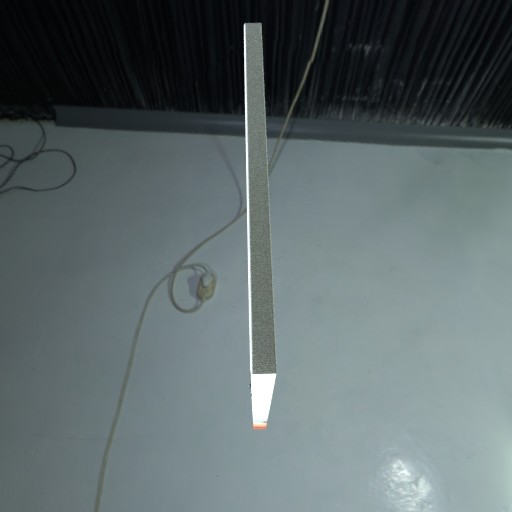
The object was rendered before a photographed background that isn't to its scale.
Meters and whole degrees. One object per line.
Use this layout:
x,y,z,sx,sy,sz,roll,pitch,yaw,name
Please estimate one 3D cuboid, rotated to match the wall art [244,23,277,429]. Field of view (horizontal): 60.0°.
0.000,0.000,1.139,0.042,0.760,0.760,-1,63,-1,wall art
